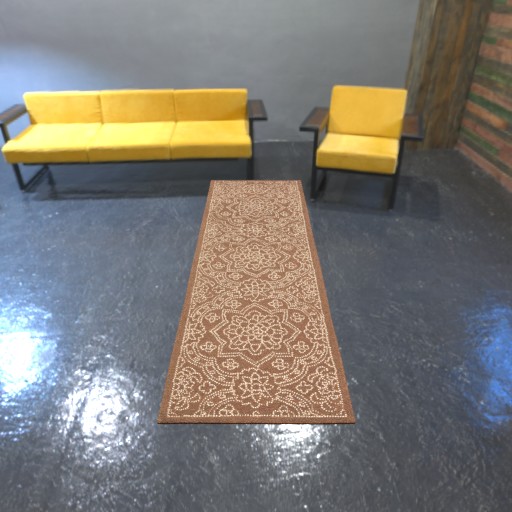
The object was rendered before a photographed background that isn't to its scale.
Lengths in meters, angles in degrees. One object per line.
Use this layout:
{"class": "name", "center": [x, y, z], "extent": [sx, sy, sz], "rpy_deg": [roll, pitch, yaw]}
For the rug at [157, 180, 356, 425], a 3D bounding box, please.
{"class": "rug", "center": [0.000, 0.000, 2.739], "extent": [0.769, 0.012, 2.448], "rpy_deg": [0, 32, 0]}
